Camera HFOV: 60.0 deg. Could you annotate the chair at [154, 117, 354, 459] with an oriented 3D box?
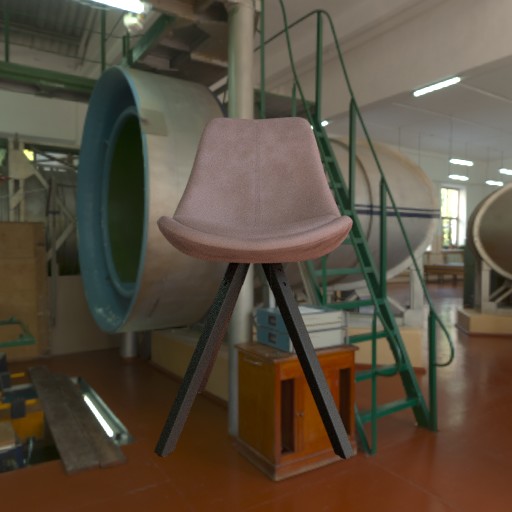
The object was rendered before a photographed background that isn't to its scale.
[{"bbox_3d":[0.000,0.000,1.171,0.483,0.865,0.547,0,2,1],"label":"chair"}]
